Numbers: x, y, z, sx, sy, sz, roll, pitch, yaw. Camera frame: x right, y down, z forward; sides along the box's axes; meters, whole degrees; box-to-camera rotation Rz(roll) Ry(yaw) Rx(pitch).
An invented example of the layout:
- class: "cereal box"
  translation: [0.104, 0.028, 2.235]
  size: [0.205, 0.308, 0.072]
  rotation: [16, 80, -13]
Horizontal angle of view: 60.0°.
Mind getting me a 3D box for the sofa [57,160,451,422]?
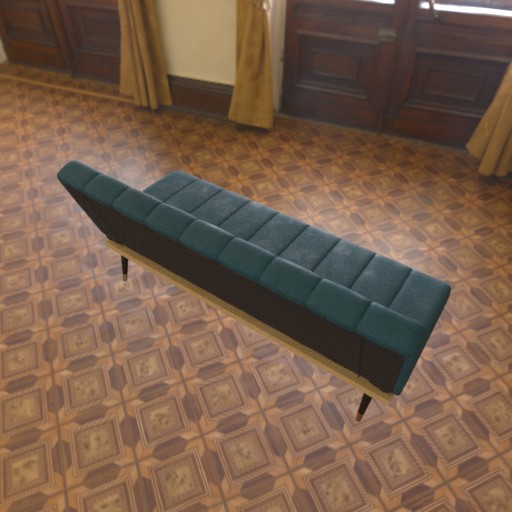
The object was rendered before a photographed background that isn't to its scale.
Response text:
- class: "sofa"
  translation: [0.000, 0.000, 2.287]
  size: [1.810, 0.825, 0.830]
  rotation: [26, 50, 24]
